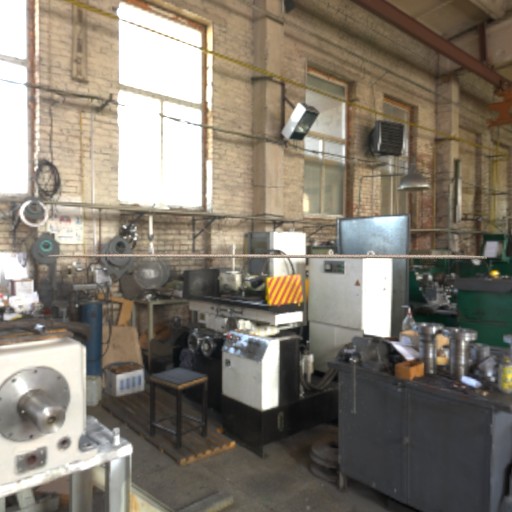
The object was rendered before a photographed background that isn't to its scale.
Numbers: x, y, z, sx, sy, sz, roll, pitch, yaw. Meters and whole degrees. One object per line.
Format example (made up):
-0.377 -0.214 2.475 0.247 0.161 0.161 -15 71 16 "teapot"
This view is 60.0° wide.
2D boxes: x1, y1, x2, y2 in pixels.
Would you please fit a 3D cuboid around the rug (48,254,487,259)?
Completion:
0.000 0.000 2.746 2.448 0.012 0.769 0 1 16 "rug"
